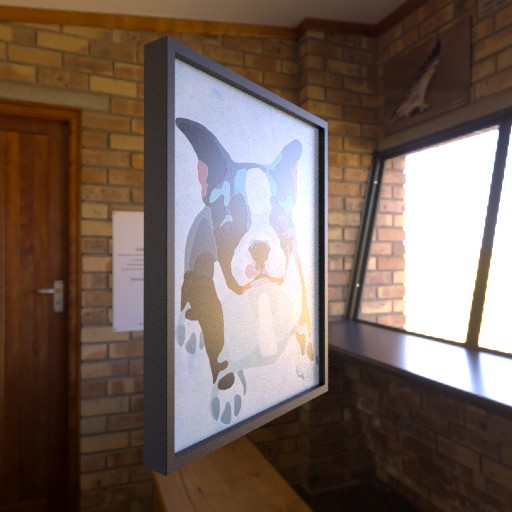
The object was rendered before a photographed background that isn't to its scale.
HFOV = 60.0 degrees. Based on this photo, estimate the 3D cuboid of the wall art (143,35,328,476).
[{"bbox_3d":[0.000,0.000,0.498,0.030,0.369,0.294,0,0,36],"label":"wall art"}]
